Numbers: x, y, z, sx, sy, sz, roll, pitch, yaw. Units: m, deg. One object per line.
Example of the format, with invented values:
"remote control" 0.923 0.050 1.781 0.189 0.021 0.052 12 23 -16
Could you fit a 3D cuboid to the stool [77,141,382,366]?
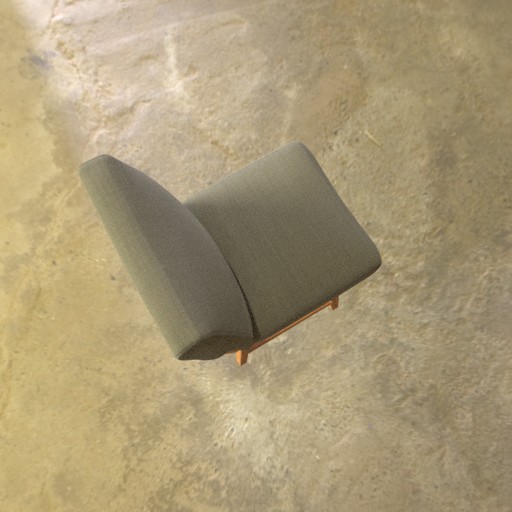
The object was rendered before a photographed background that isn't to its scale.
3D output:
"stool" 0.000 0.000 1.306 0.570 1.019 0.459 -30 77 -8
